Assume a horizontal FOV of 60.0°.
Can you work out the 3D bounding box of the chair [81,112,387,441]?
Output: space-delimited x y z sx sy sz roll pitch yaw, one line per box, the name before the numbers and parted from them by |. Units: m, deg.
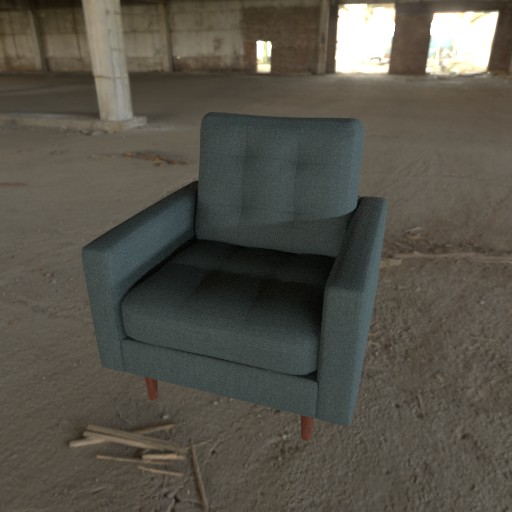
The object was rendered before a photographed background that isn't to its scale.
chair | 0.000 0.000 1.549 0.821 0.880 0.843 8 26 17
